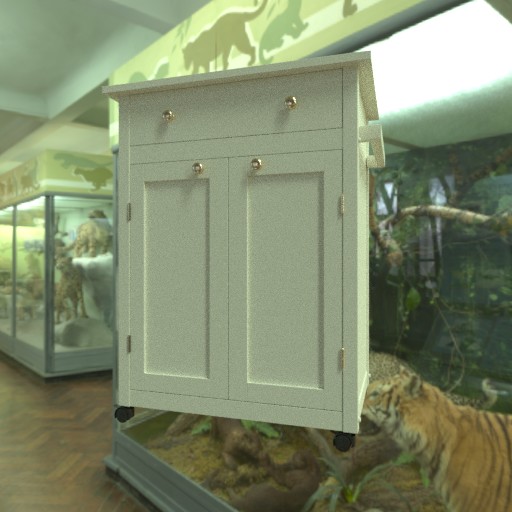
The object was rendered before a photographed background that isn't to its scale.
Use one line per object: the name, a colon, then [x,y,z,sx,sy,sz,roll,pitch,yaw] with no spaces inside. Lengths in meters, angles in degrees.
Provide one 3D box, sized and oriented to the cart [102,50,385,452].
cart: [0.000,0.000,1.238,0.683,0.864,0.442,0,0,18]
